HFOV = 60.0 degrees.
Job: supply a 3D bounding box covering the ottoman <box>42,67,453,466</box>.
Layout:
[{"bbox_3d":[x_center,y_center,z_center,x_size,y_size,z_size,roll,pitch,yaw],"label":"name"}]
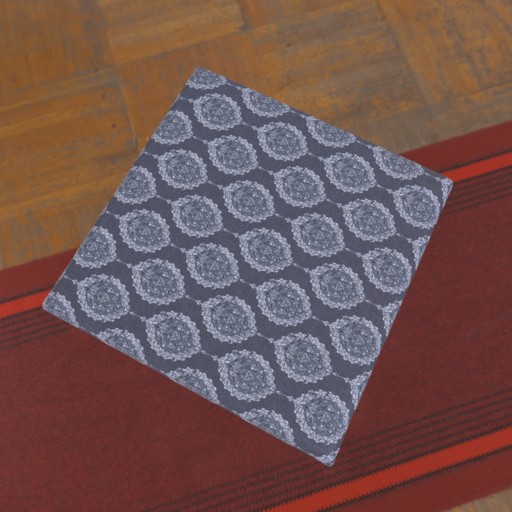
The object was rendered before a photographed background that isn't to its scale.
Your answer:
[{"bbox_3d":[0.000,0.000,1.419,0.890,0.409,0.889,27,76,7],"label":"ottoman"}]
